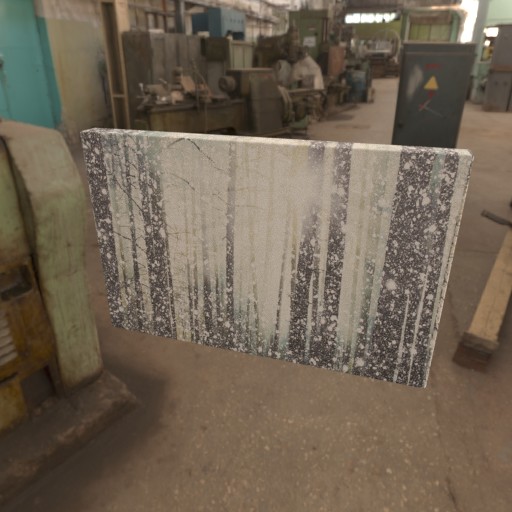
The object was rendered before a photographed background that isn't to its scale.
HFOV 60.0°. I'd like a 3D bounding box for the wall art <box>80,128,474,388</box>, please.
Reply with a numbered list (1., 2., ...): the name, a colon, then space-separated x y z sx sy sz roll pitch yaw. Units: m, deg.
1. wall art: 0.000 0.000 0.771 0.618 0.398 0.042 8 26 16
